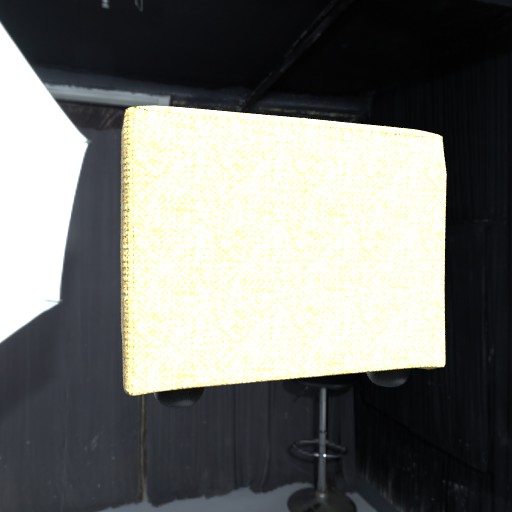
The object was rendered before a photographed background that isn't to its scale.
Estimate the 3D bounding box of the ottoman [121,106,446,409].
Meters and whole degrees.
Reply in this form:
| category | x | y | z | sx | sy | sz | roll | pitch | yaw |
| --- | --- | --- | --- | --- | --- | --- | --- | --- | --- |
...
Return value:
| category | x | y | z | sx | sy | sz | roll | pitch | yaw |
| --- | --- | --- | --- | --- | --- | --- | --- | --- | --- |
| ottoman | 0.000 | 0.000 | 0.875 | 0.512 | 0.441 | 0.505 | 0 | 1 | -17 |
